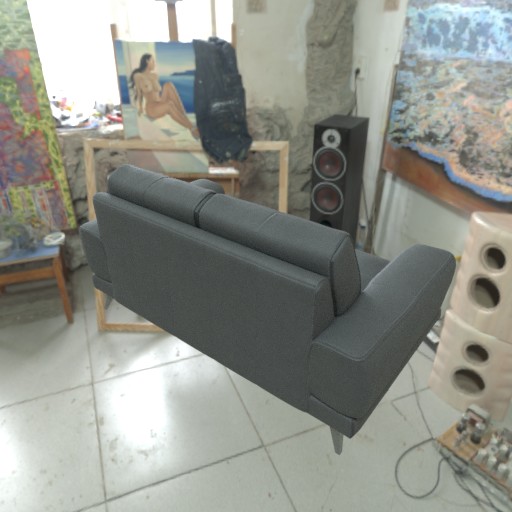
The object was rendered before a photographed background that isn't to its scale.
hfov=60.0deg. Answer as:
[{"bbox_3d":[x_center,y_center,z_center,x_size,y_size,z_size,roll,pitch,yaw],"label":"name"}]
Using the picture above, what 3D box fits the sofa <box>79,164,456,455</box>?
[{"bbox_3d":[0.000,0.000,2.375,1.806,0.907,1.018,21,36,33],"label":"sofa"}]
